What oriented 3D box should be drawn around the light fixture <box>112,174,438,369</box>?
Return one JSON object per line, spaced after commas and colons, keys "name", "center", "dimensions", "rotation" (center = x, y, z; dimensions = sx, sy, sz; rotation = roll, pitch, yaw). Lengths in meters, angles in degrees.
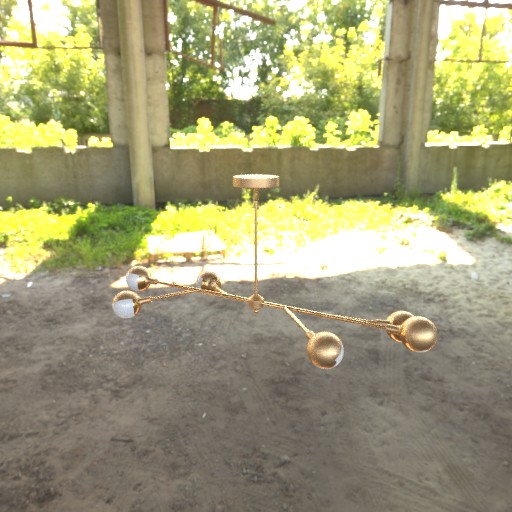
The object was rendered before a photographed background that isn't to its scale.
{"name": "light fixture", "center": [0.000, 0.000, 1.020], "dimensions": [0.778, 0.362, 0.434], "rotation": [15, 21, 43]}
